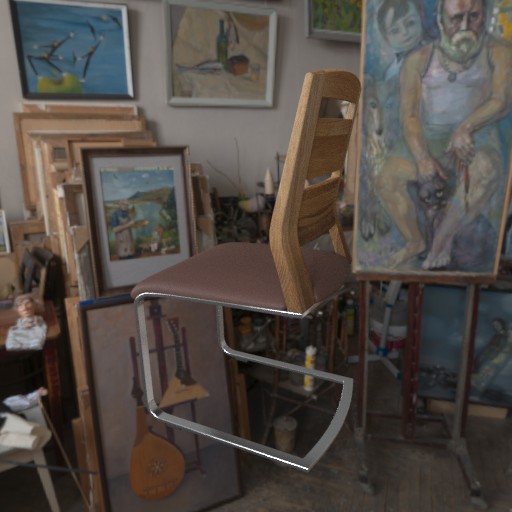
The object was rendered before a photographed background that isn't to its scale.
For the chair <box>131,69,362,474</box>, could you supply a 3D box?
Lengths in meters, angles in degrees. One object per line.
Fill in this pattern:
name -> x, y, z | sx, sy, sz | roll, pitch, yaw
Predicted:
chair -> 0.000, 0.000, 1.280 | 0.570, 0.970, 0.460 | 8, 18, 25
